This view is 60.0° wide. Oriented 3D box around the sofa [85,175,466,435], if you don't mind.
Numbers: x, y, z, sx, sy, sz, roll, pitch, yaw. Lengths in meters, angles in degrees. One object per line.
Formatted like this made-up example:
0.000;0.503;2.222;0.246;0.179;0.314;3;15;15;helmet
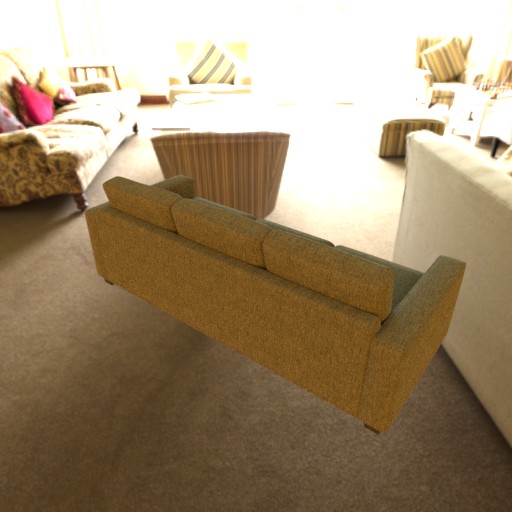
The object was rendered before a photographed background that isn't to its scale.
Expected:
0.000;0.000;2.682;2.160;0.800;0.900;22;37;32;sofa
